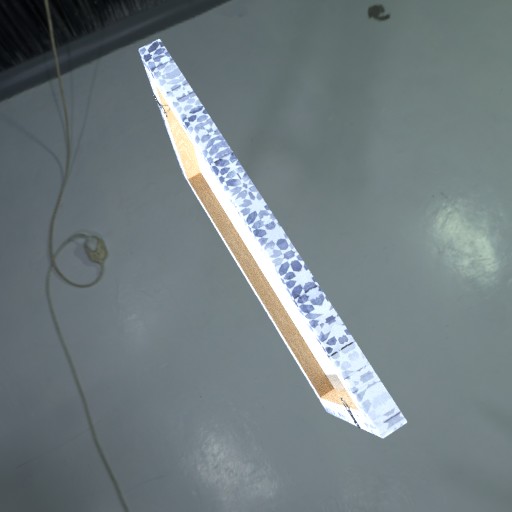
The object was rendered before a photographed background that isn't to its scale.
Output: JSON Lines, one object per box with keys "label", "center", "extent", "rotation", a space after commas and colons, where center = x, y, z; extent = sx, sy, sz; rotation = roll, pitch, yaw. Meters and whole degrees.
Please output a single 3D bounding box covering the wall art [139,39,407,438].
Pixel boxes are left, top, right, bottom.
{"label": "wall art", "center": [0.000, 0.000, 1.144], "extent": [0.057, 0.608, 0.911], "rotation": [-30, 77, -8]}
